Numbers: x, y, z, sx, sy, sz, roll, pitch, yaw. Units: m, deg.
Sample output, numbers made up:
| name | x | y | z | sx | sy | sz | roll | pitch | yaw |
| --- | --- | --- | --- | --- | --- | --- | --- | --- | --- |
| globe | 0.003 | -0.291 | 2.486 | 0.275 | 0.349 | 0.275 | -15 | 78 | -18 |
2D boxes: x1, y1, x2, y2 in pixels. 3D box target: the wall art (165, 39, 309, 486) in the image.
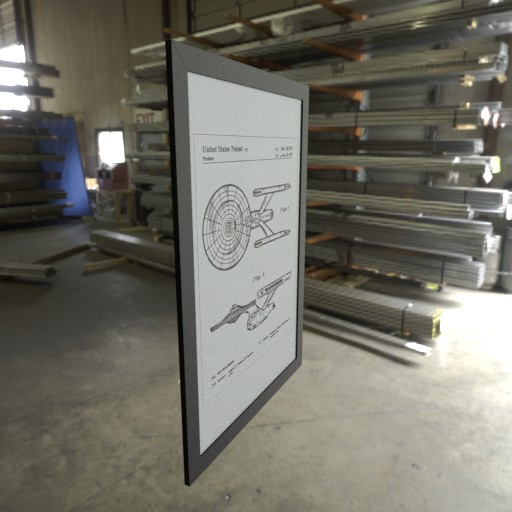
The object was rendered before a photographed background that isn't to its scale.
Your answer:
| name | x | y | z | sx | sy | sz | roll | pitch | yaw |
| --- | --- | --- | --- | --- | --- | --- | --- | --- | --- |
| wall art | 0.000 | 0.000 | 0.673 | 0.008 | 0.530 | 0.379 | 7 | 15 | 27 |
